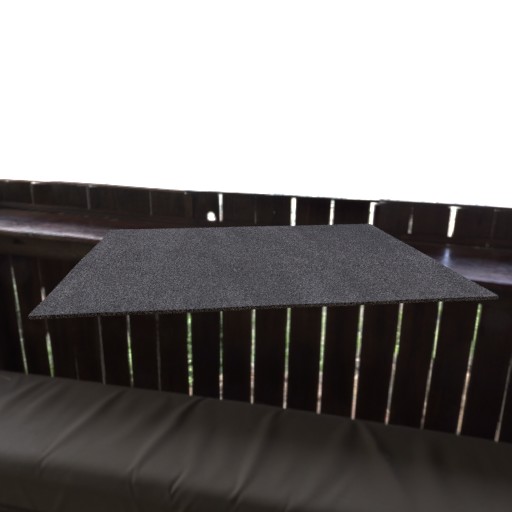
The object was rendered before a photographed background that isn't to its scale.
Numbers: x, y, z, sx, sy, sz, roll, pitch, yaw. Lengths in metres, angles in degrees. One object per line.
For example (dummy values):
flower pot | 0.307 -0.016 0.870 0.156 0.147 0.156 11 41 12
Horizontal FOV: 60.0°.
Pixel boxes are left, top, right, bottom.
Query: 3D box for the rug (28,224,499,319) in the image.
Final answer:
rug | 0.000 0.000 3.939 3.000 0.025 2.401 -2 16 -6
